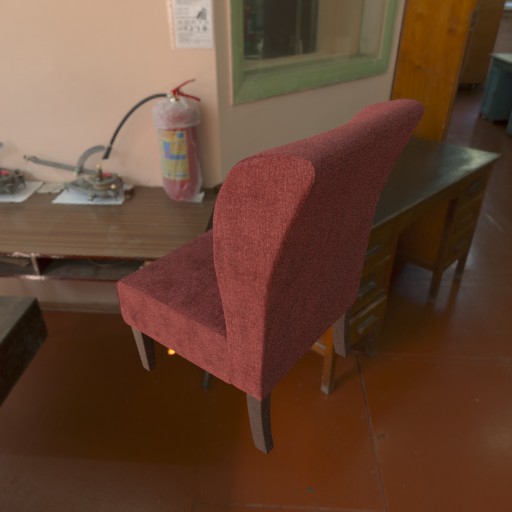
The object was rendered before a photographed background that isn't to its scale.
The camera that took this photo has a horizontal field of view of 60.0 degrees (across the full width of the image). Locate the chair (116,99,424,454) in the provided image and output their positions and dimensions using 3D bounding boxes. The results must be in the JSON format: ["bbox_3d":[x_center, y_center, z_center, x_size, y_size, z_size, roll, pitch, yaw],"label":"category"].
[{"bbox_3d":[0.000,0.000,1.248,0.640,0.846,0.538,22,37,31],"label":"chair"}]
